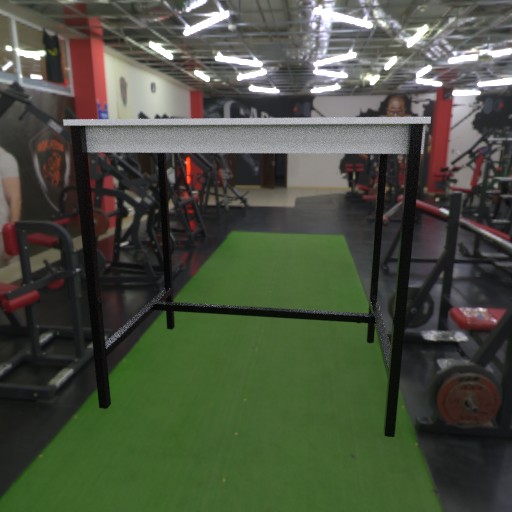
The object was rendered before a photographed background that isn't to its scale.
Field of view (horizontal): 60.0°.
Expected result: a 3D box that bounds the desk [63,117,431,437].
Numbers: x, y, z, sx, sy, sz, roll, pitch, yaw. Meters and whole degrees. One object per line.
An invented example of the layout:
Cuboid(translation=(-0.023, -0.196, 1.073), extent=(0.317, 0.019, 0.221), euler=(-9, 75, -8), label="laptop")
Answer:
Cuboid(translation=(0.000, 0.000, 1.333), extent=(0.811, 0.766, 0.573), euler=(2, 15, 9), label="desk")
